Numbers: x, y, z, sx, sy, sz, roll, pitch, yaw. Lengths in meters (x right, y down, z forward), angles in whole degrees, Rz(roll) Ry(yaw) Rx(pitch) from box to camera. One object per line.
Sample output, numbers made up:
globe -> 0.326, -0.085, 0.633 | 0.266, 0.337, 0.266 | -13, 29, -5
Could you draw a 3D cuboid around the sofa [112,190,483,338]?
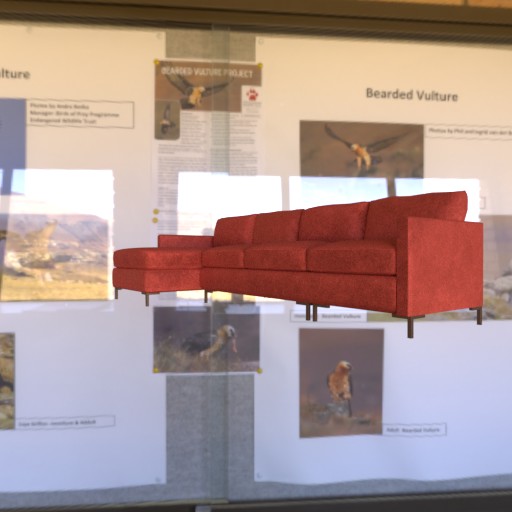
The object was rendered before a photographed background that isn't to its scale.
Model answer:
sofa -> 0.000, 0.000, 4.043 | 1.500, 0.967, 3.400 | 0, 0, -37
